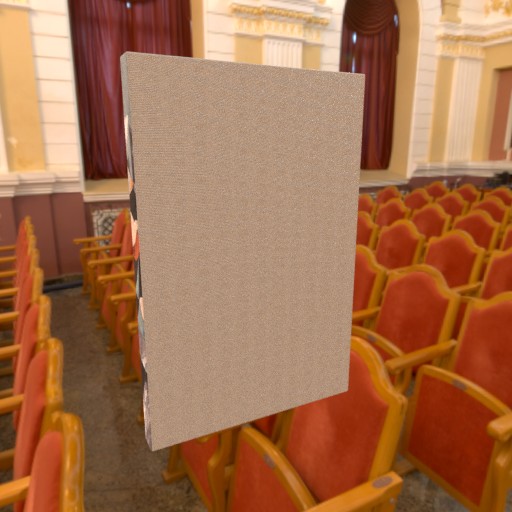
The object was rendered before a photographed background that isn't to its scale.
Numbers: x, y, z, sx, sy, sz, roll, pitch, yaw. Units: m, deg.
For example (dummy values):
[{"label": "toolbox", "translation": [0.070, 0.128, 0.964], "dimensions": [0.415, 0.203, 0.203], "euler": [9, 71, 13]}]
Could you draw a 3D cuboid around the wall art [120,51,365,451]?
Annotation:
[{"label": "wall art", "translation": [0.000, 0.000, 1.141], "dimensions": [0.609, 0.911, 0.061], "euler": [-7, 15, -27]}]
